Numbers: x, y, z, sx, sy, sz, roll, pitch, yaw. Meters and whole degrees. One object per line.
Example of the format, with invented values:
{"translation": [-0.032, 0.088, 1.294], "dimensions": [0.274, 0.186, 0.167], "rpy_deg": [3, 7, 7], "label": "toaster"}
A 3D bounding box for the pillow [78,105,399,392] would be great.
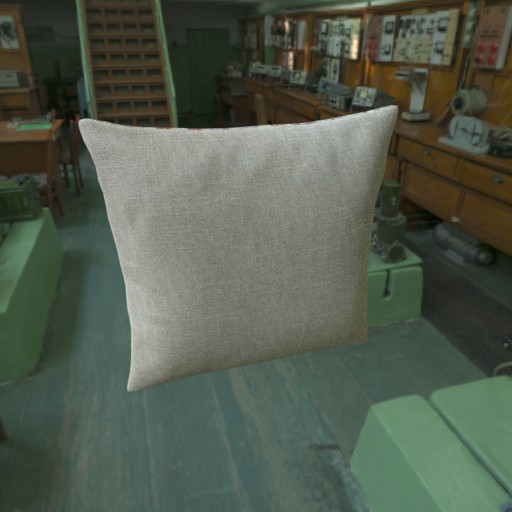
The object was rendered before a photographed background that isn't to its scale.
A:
{"translation": [0.000, 0.000, 0.803], "dimensions": [0.523, 0.506, 0.166], "rpy_deg": [-8, 27, -16], "label": "pillow"}
